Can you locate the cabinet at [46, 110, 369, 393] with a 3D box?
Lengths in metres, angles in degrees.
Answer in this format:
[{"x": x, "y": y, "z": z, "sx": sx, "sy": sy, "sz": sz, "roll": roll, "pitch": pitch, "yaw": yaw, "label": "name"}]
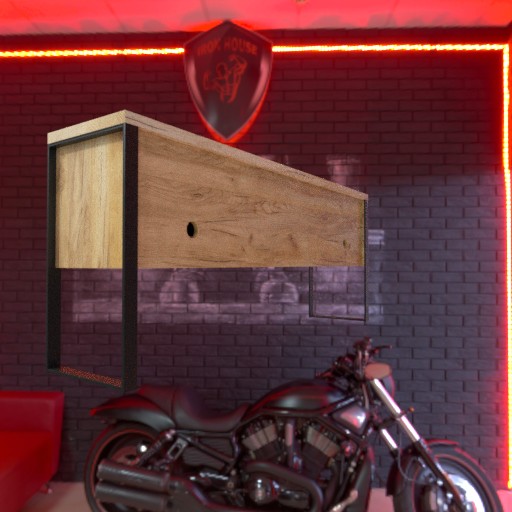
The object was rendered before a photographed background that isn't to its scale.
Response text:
[{"x": 0.000, "y": 0.000, "z": 2.043, "sx": 0.395, "sy": 0.762, "sz": 1.800, "roll": -1, "pitch": -1, "yaw": 35, "label": "cabinet"}]
